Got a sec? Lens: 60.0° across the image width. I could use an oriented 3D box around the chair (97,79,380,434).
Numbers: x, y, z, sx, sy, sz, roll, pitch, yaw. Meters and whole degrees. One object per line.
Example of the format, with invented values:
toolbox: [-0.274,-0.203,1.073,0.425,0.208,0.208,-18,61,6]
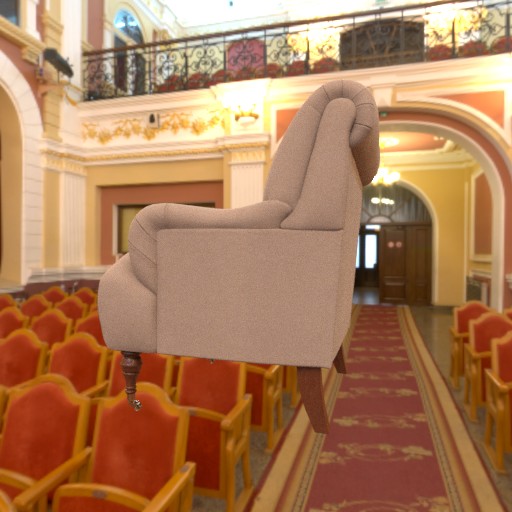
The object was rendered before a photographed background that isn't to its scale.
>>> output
chair: [0.000,0.000,1.566,0.842,0.942,0.766,0,0,16]
